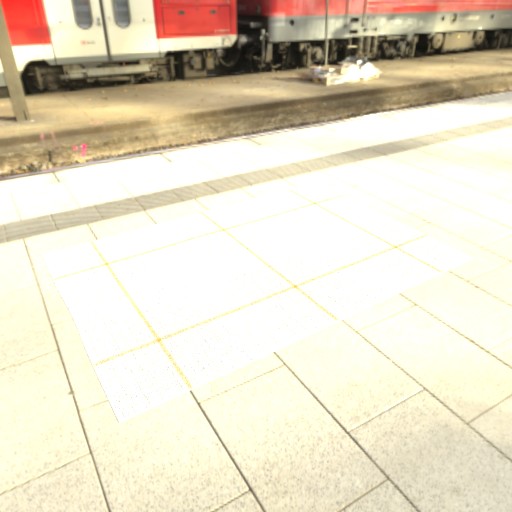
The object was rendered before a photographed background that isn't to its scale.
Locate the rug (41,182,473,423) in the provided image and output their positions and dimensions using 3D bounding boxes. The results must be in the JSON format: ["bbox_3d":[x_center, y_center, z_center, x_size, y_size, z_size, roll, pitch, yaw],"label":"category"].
[{"bbox_3d":[0.000,0.000,2.251,1.825,0.015,1.232,-19,36,-28],"label":"rug"}]
